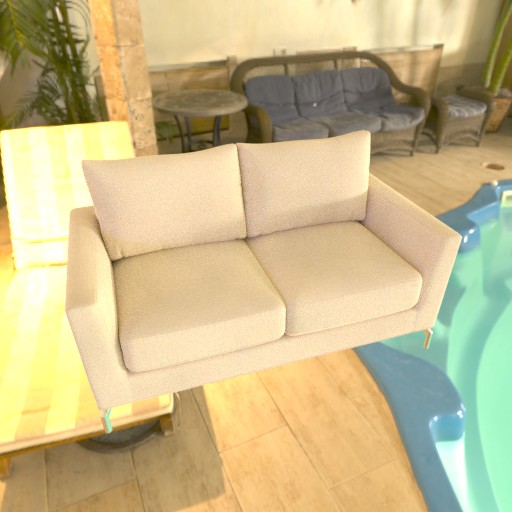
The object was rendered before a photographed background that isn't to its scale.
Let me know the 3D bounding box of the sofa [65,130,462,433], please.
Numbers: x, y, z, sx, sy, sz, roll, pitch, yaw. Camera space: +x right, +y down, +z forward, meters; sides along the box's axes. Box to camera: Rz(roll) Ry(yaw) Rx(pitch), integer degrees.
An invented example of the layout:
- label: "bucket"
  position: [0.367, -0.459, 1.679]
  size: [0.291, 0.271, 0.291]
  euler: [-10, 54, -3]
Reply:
- label: "sofa"
  position: [0.000, 0.000, 2.268]
  size: [1.739, 0.995, 0.906]
  euler: [-10, 33, -16]
